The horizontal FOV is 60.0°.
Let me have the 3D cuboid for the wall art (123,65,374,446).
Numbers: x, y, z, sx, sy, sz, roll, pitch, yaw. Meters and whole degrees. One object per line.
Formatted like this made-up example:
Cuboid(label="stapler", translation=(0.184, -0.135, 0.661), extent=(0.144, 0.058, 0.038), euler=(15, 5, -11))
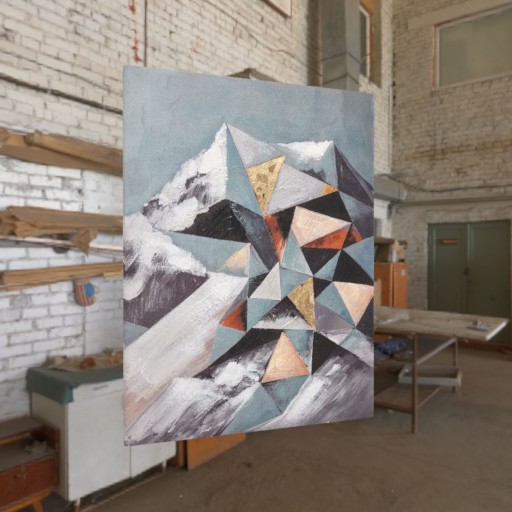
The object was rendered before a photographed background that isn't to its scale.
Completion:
Cuboid(label="wall art", translation=(0.000, 0.000, 0.792), extent=(0.455, 0.613, 0.037), euler=(0, 0, -16))
